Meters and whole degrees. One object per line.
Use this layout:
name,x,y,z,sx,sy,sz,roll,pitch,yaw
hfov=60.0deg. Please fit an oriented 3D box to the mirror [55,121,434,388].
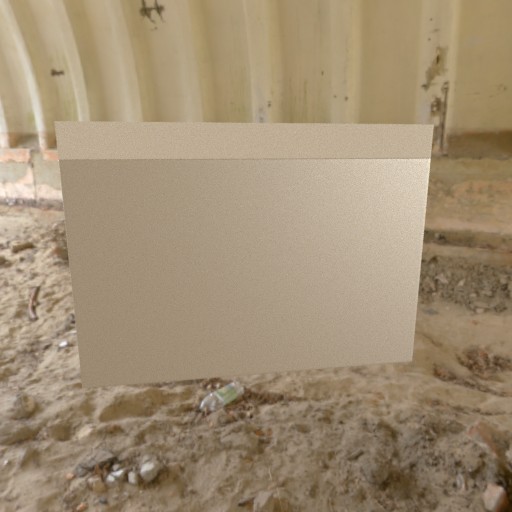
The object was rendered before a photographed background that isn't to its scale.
mirror,0.000,0.000,1.096,0.870,0.630,0.030,-2,14,-9
